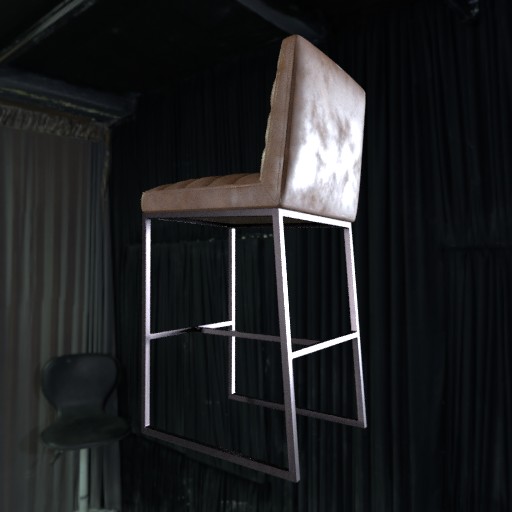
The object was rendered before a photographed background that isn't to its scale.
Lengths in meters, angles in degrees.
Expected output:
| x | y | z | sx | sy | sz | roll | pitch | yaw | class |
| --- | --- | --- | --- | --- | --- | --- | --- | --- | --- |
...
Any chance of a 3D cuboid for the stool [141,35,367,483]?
| x | y | z | sx | sy | sz | roll | pitch | yaw | class |
| --- | --- | --- | --- | --- | --- | --- | --- | --- | --- |
| 0.000 | 0.000 | 1.370 | 0.562 | 1.065 | 0.463 | -1 | -2 | 35 | stool |
